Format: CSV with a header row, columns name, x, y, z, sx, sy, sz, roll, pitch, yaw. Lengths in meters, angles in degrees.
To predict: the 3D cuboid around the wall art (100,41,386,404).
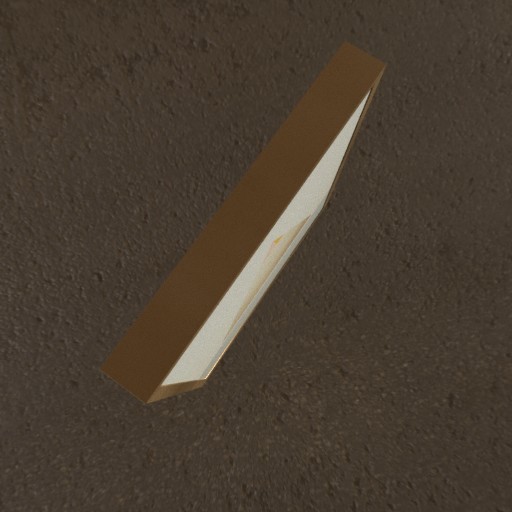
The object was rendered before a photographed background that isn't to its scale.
name,x,y,z,sx,sy,sz,roll,pitch,yaw
wall art,0.000,0.000,0.463,0.038,0.303,0.305,34,78,8
